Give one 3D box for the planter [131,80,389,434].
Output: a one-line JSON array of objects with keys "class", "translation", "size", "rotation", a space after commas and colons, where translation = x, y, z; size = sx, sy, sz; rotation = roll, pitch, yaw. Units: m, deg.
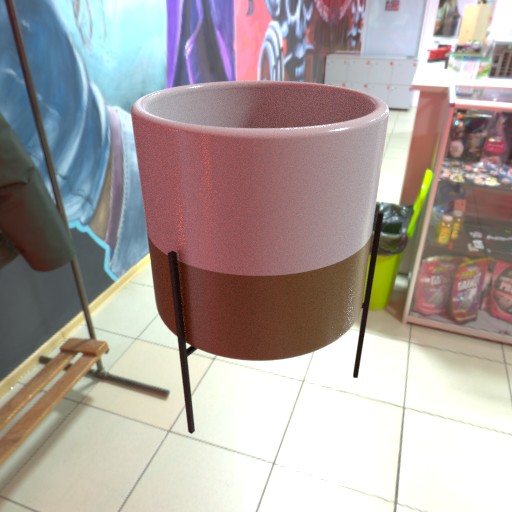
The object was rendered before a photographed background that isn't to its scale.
[{"class": "planter", "translation": [0.000, 0.000, 0.636], "size": [0.310, 0.432, 0.310], "rotation": [-21, 36, -32]}]
